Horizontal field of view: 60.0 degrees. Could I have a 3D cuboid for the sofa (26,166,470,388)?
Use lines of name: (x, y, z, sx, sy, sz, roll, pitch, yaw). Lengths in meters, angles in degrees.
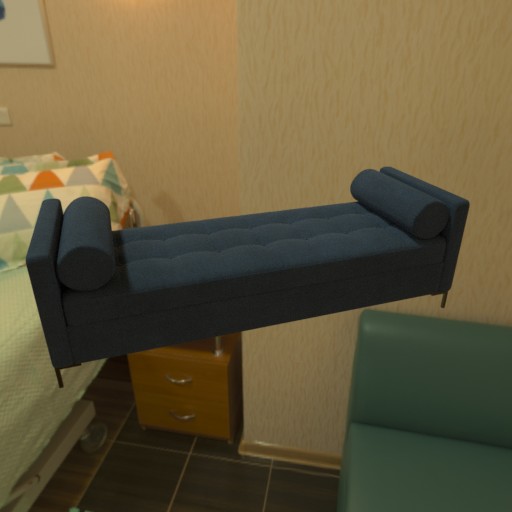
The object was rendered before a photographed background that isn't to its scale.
sofa: (0.000, 0.000, 2.289, 1.981, 0.635, 0.686, -8, 28, -16)
